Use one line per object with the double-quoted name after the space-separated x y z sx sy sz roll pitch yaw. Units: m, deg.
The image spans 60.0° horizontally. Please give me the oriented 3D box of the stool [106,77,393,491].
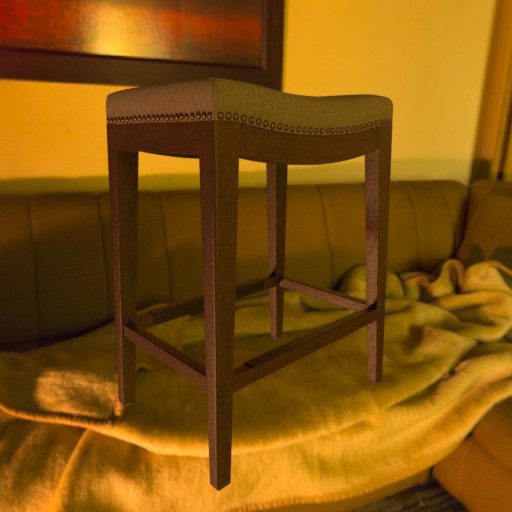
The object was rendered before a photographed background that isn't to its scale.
0.000 0.000 0.946 0.508 0.660 0.356 -14 21 -41 "stool"
